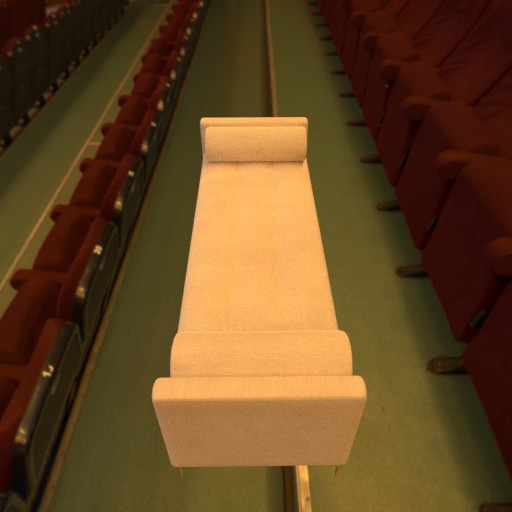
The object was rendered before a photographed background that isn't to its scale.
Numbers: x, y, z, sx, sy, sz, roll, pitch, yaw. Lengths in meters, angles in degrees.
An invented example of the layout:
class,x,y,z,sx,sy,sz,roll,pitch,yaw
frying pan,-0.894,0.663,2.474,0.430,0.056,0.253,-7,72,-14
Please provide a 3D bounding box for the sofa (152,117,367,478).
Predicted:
class,x,y,z,sx,sy,sz,roll,pitch,yaw
sofa,0.000,0.000,2.313,0.686,0.635,1.981,0,42,-1
